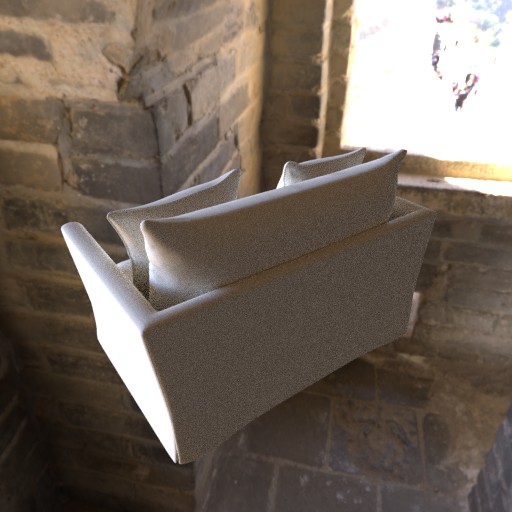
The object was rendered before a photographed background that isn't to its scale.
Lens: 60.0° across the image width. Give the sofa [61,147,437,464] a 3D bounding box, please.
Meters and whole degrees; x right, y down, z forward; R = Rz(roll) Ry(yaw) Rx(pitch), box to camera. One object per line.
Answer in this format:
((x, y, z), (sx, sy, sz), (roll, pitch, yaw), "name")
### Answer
((0.000, 0.000, 2.287), (1.608, 1.039, 1.026), (-20, 36, -30), "sofa")
